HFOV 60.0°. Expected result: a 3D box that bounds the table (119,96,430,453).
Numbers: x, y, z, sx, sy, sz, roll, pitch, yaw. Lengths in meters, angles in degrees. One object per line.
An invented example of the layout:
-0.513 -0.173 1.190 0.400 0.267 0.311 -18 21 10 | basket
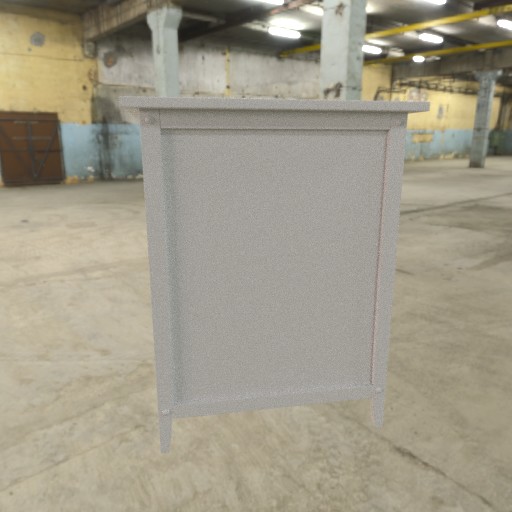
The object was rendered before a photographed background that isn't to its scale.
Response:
0.000 0.000 0.770 0.381 0.483 0.381 -3 15 -10 | table
